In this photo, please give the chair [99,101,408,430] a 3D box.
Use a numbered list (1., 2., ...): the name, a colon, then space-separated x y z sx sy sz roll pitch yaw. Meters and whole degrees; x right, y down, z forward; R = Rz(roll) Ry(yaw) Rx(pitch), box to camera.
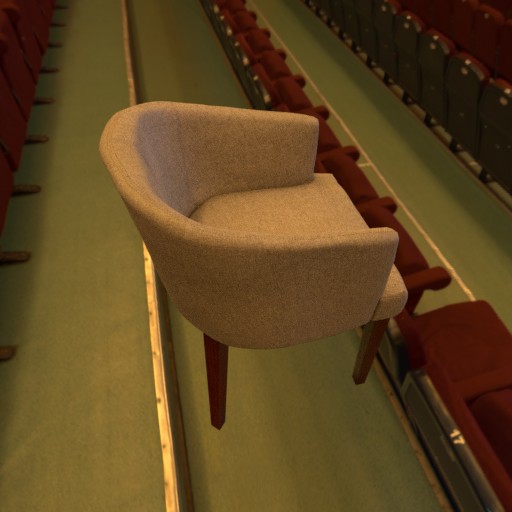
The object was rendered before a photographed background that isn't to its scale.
1. chair: 0.000 0.000 1.228 0.655 0.811 0.583 -10 46 -10
